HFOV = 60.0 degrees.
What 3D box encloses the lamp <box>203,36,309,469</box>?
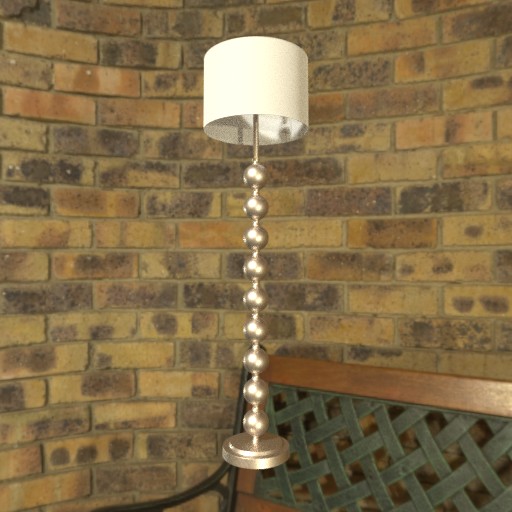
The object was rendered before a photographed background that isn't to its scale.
[{"bbox_3d":[0.000,0.000,1.665,0.394,1.474,0.394,0,-1,1],"label":"lamp"}]
